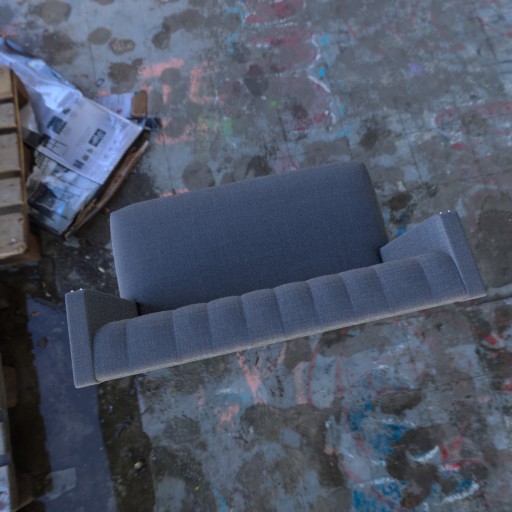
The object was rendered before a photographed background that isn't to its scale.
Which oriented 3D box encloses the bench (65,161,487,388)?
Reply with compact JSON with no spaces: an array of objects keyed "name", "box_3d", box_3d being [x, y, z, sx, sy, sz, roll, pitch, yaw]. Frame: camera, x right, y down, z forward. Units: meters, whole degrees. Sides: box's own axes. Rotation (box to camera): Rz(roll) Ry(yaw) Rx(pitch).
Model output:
[{"name":"bench","box_3d":[0.000,0.000,1.943,1.276,1.121,0.842,-12,75,-3]}]
